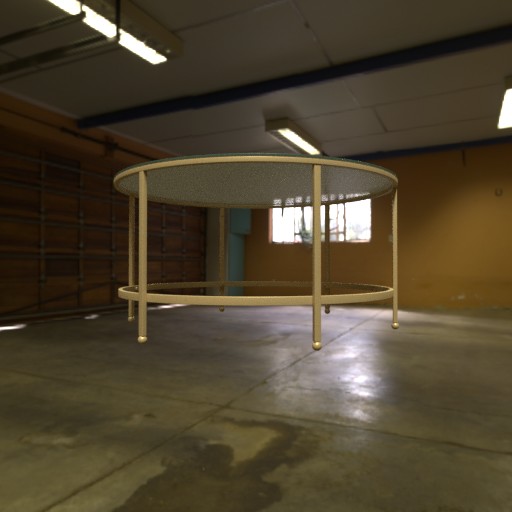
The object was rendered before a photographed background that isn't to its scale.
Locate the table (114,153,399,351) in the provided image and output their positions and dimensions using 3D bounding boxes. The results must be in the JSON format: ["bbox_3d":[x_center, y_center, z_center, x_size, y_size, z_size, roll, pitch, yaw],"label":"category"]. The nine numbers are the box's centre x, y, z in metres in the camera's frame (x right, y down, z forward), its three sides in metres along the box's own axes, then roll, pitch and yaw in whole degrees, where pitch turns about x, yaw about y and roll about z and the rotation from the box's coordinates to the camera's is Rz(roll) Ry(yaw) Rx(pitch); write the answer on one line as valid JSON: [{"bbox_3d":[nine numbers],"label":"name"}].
[{"bbox_3d":[0.000,0.000,1.493,0.914,0.470,0.914,0,-1,0],"label":"table"}]
